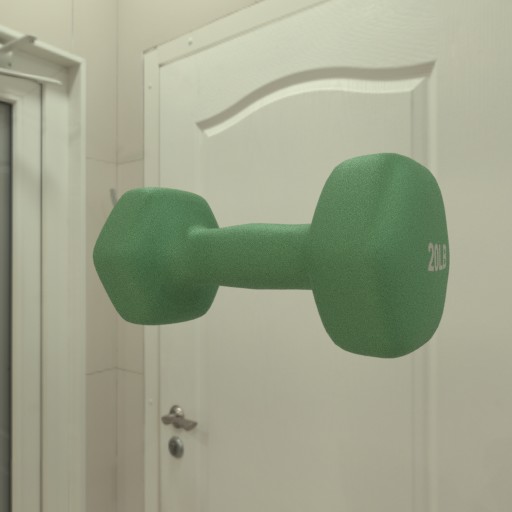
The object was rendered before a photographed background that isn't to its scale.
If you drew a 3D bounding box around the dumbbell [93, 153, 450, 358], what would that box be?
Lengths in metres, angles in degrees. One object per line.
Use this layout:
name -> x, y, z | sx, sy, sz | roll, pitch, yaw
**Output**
dumbbell -> 0.000, 0.000, 0.330 | 0.260, 0.117, 0.129 | 0, 0, 37
